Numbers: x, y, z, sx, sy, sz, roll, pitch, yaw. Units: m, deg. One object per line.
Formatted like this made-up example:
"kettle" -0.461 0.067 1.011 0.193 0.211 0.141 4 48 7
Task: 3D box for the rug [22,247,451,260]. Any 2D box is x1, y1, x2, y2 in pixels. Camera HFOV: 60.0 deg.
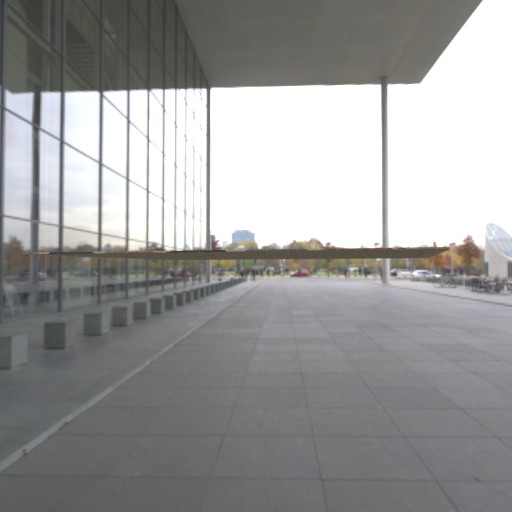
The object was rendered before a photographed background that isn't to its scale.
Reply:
"rug" 0.000 0.000 4.230 3.200 0.013 2.439 -1 -2 18
